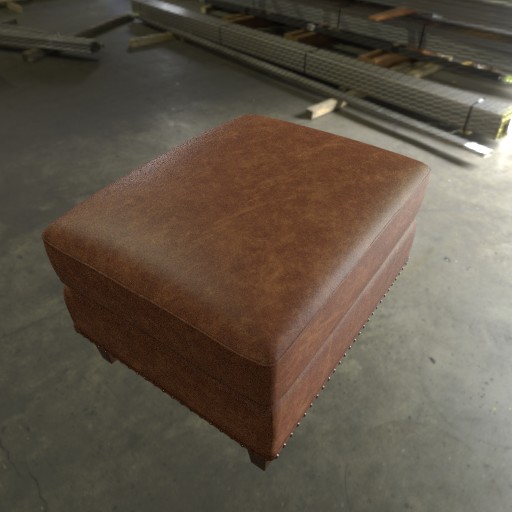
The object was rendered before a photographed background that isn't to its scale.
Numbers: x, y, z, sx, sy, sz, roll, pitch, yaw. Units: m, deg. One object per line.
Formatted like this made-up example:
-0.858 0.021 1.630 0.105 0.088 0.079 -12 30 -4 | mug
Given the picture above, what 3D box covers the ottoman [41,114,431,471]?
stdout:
0.000 0.000 1.106 0.586 0.486 0.742 24 46 26 | ottoman
